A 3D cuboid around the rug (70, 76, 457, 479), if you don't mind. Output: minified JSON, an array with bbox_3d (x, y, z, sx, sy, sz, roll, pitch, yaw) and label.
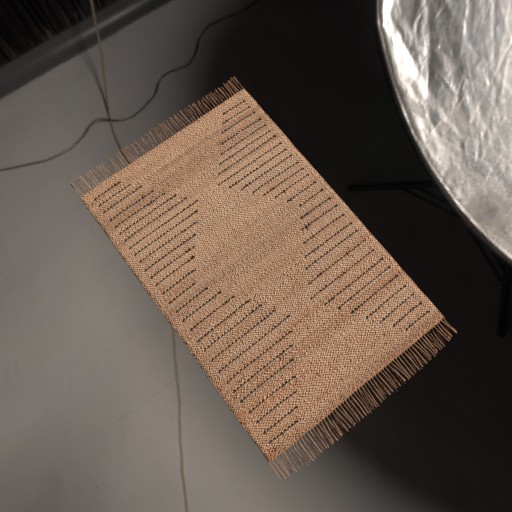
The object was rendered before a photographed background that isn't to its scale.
[{"bbox_3d":[0.000,0.000,2.532,1.224,0.027,2.085,-36,78,-9],"label":"rug"}]
